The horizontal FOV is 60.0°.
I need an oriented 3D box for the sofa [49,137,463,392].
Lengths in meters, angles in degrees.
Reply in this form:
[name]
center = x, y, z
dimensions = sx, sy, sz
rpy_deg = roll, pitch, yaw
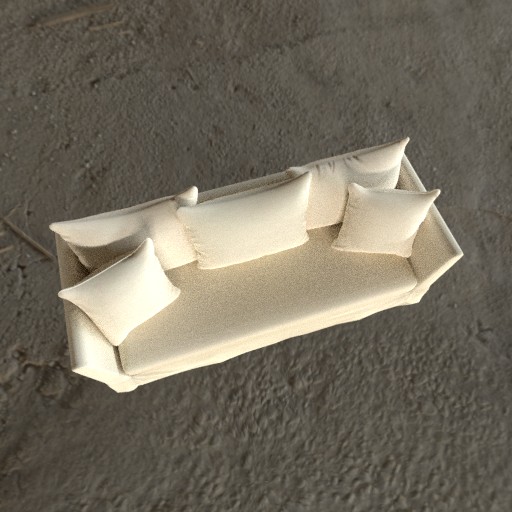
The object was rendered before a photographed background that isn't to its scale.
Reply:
[sofa]
center = 0.000, 0.000, 3.068
dimensions = 2.484, 1.042, 1.030
rpy_deg = -16, 64, -8
